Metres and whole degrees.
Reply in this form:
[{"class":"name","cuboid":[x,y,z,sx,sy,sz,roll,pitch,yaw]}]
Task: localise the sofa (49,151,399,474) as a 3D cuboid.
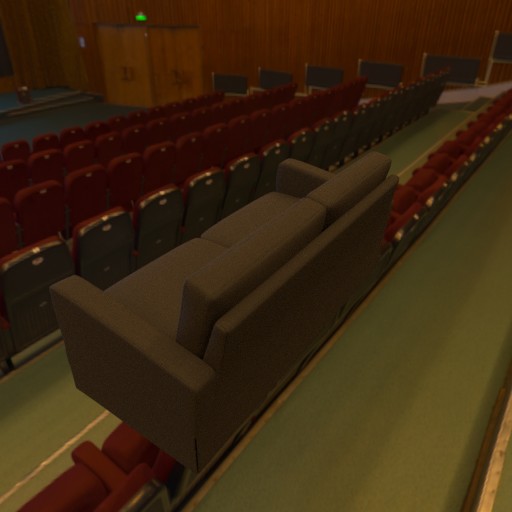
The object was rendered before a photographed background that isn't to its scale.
[{"class":"sofa","cuboid":[0.000,0.000,2.347,0.898,0.839,1.852,20,37,29]}]
